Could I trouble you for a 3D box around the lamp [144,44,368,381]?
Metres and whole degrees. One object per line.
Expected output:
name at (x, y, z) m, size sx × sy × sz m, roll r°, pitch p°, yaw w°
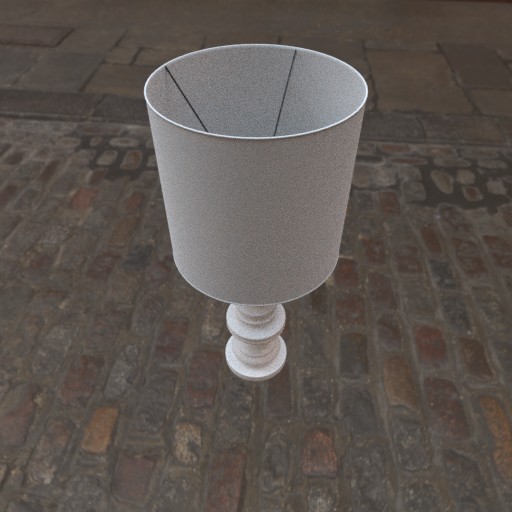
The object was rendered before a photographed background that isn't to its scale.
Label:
lamp at (0.000, 0.000, 0.577) m, size 0.208 × 0.455 × 0.208 m, roll 4°, pitch 44°, yaw 4°
